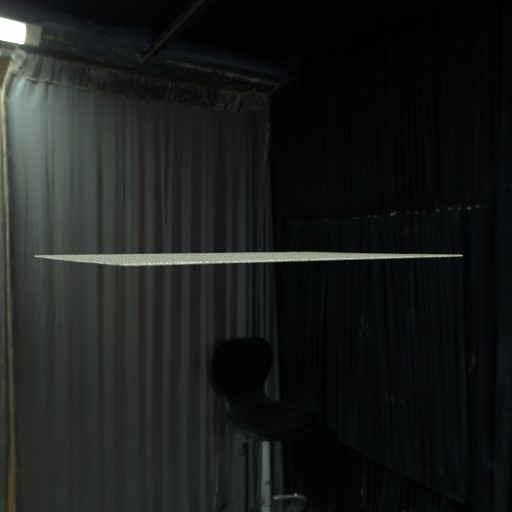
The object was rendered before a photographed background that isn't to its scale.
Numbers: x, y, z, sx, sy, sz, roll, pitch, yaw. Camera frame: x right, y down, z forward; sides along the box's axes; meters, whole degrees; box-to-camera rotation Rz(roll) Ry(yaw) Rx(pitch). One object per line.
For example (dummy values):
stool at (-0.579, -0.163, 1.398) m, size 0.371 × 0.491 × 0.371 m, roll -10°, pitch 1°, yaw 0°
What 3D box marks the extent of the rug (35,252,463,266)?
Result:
rug at (0.000, 0.000, 2.151) m, size 1.758 × 0.010 × 1.143 m, roll -1°, pitch 2°, yaw -37°
